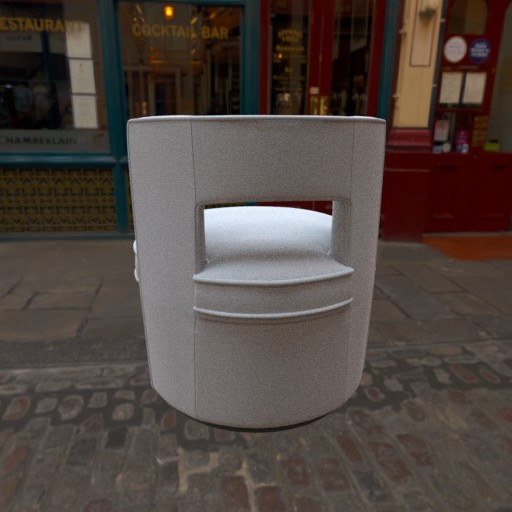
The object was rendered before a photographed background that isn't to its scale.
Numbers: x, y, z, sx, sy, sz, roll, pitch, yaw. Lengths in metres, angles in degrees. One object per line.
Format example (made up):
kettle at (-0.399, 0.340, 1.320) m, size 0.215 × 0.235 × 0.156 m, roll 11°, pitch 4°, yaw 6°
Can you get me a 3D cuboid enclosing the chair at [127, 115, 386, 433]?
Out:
chair at (0.000, 0.000, 1.219) m, size 0.650 × 0.723 × 0.665 m, roll -2°, pitch 16°, yaw -8°
